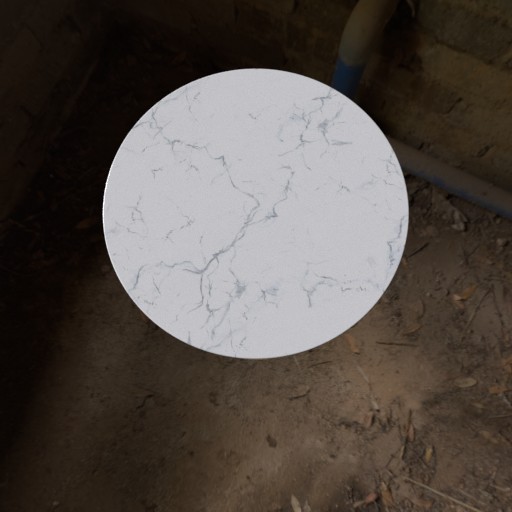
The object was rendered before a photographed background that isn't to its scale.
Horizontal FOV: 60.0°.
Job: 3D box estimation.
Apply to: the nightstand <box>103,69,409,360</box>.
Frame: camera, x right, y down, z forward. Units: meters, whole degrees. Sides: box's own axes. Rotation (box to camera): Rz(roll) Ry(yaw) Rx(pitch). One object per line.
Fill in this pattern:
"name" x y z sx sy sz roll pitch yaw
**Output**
"nightstand" 0.000 0.000 0.877 0.400 0.610 0.400 -12 77 -3
